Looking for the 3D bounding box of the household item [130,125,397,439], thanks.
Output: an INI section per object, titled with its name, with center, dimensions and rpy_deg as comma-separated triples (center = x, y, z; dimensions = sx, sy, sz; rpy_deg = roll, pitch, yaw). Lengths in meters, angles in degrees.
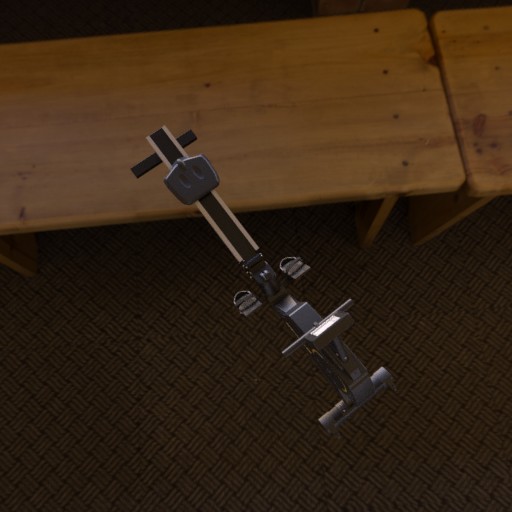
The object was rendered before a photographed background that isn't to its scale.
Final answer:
[household item]
center = 0.000, 0.000, 2.585
dimensions = 0.521, 0.810, 2.251
rpy_deg = -36, 77, -9
